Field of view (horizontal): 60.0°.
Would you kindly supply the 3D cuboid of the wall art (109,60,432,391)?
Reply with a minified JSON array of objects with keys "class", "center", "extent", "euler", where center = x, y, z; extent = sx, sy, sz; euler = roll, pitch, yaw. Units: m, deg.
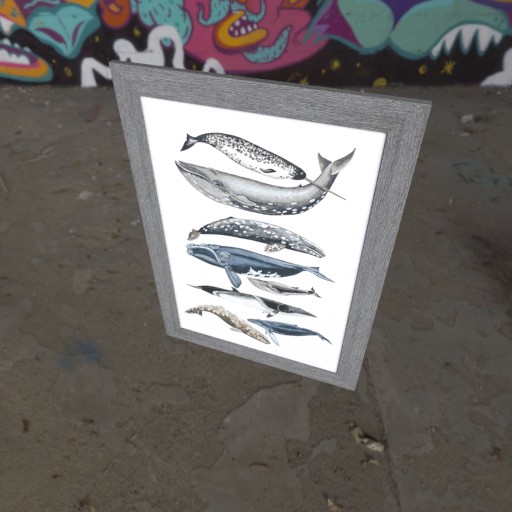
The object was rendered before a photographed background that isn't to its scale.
[{"class":"wall art","center":[0.000,0.000,1.363],"extent":[0.768,1.070,0.020],"euler":[13,43,15]}]
